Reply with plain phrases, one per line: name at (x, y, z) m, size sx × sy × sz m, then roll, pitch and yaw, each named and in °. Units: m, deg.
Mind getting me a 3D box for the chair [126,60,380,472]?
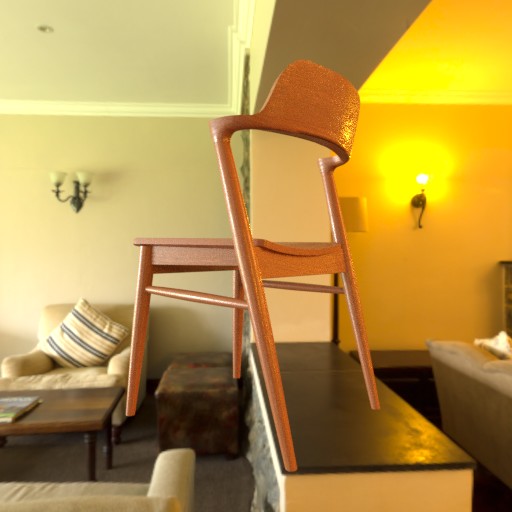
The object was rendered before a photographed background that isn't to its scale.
chair at (0.000, 0.000, 1.142) m, size 0.499 × 0.801 × 0.496 m, roll 0°, pitch 0°, yaw 37°
